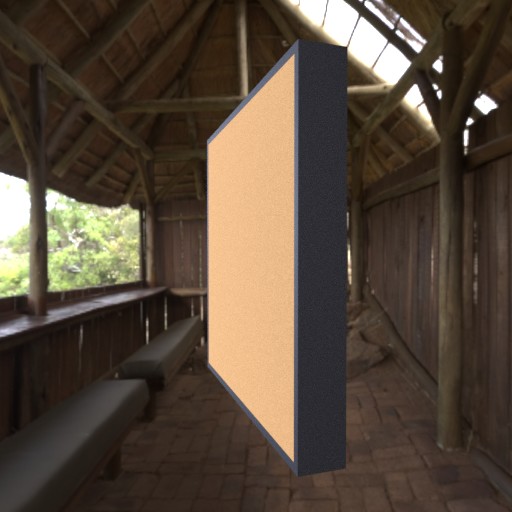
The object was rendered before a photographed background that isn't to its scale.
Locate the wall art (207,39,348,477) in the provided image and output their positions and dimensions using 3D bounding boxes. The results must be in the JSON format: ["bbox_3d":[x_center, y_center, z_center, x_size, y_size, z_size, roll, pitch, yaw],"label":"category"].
[{"bbox_3d":[0.000,0.000,0.458,0.038,0.304,0.304,0,1,-18],"label":"wall art"}]
